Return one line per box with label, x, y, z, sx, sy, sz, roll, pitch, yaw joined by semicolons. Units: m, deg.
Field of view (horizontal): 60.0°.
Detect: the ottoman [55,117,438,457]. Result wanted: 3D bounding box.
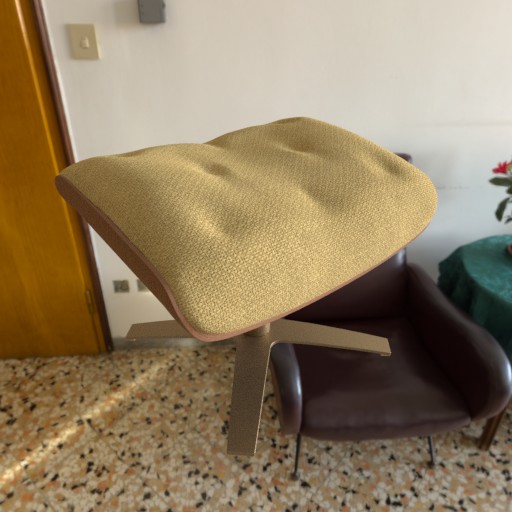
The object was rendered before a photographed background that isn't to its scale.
ottoman;0.000;0.000;0.784;0.520;0.391;0.394;-23;37;-34
